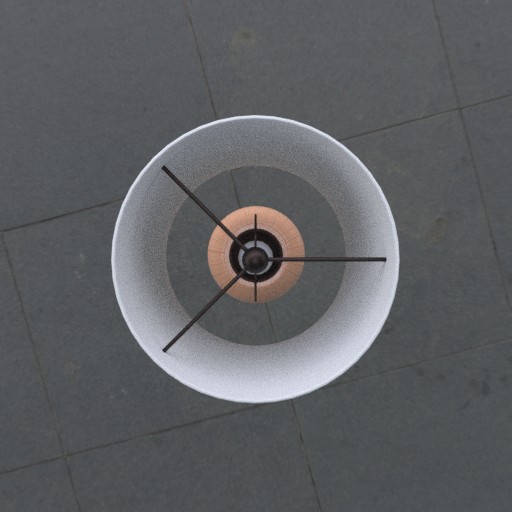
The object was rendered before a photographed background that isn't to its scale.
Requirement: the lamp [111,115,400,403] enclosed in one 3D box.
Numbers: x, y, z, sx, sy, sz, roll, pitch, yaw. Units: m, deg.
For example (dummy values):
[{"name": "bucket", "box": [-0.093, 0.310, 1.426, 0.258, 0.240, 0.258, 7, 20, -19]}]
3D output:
[{"name": "lamp", "box": [0.000, 0.000, 0.774, 0.329, 0.570, 0.329, 0, 91, 0]}]
